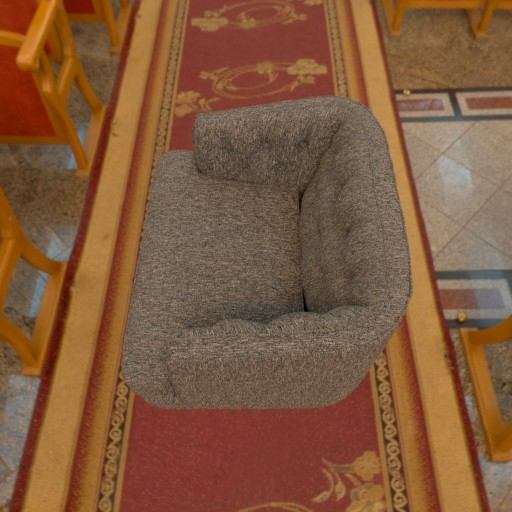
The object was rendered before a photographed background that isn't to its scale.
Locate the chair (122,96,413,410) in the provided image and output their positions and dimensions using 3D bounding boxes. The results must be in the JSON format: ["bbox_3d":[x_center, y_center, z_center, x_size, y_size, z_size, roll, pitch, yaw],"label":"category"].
[{"bbox_3d":[0.000,0.000,1.798,0.941,0.852,1.104,1,58,0],"label":"chair"}]
